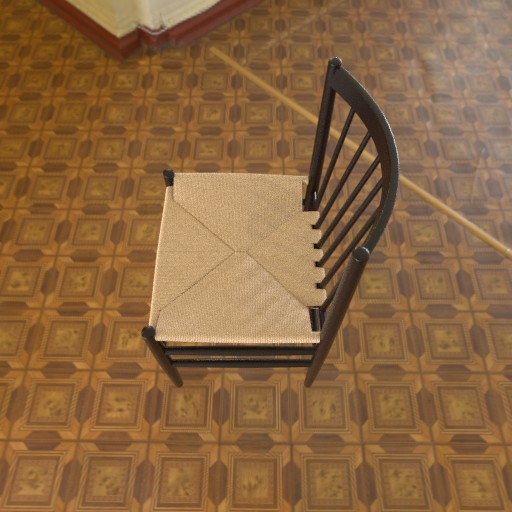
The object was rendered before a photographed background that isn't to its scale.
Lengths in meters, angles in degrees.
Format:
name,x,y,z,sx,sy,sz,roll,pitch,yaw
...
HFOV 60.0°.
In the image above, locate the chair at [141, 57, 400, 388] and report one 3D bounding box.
name,x,y,z,sx,sy,sz,roll,pitch,yaw
chair,0.000,0.000,1.150,0.516,0.818,0.495,0,60,0
